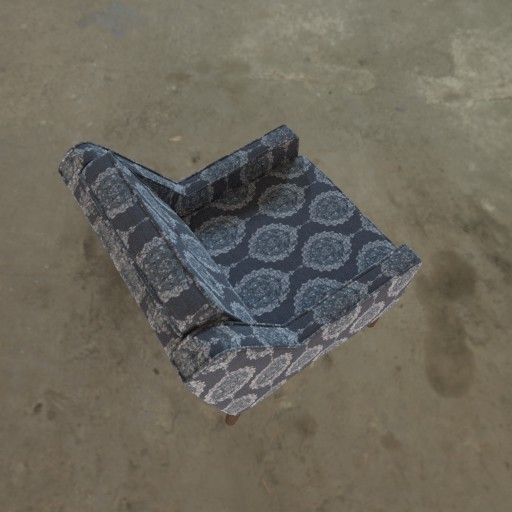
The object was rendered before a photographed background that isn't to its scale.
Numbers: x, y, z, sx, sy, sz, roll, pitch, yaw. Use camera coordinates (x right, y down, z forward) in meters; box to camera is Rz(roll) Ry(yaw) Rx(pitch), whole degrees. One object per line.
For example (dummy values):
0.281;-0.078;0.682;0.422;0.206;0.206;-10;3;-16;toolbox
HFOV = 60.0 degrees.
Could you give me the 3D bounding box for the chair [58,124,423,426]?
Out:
0.000;0.000;1.333;0.743;0.792;0.663;-30;64;-17;chair
